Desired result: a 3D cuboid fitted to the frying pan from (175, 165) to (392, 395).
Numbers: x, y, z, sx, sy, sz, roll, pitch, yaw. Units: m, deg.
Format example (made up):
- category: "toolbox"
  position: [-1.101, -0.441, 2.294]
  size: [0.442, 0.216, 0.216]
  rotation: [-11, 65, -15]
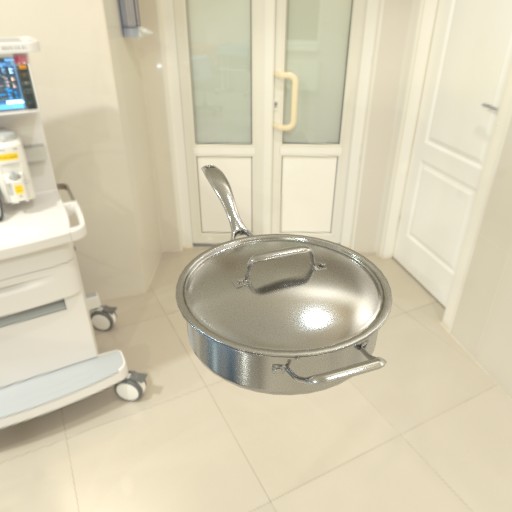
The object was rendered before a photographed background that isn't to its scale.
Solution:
- category: "frying pan"
  position: [0.000, 0.000, 0.591]
  size: [0.245, 0.111, 0.492]
  rotation: [-11, 32, -18]
